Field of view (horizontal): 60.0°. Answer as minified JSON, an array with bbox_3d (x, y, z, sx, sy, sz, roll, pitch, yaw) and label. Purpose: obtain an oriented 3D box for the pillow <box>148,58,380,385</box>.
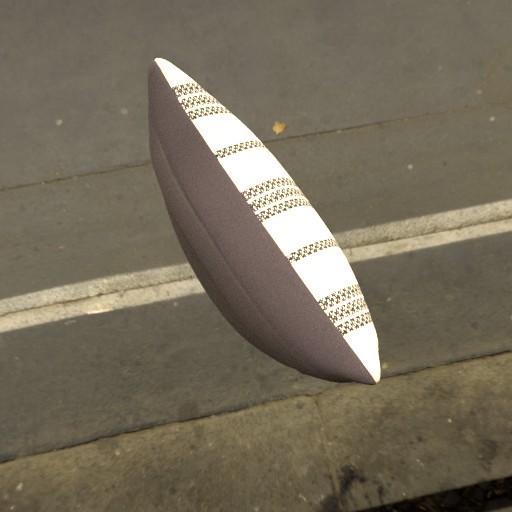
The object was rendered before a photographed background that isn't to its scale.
[{"bbox_3d":[0.000,0.000,0.629,0.173,0.406,0.405,-32,78,-8],"label":"pillow"}]
